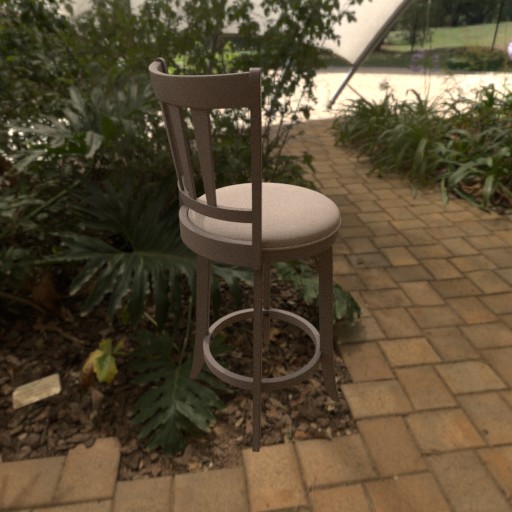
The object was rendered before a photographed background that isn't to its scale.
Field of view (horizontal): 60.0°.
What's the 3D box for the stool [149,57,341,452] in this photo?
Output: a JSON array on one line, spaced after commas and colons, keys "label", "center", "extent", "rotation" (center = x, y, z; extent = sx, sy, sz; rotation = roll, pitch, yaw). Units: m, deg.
[{"label": "stool", "center": [0.000, 0.000, 1.262], "extent": [0.475, 1.023, 0.436], "rotation": [-19, 32, -32]}]
